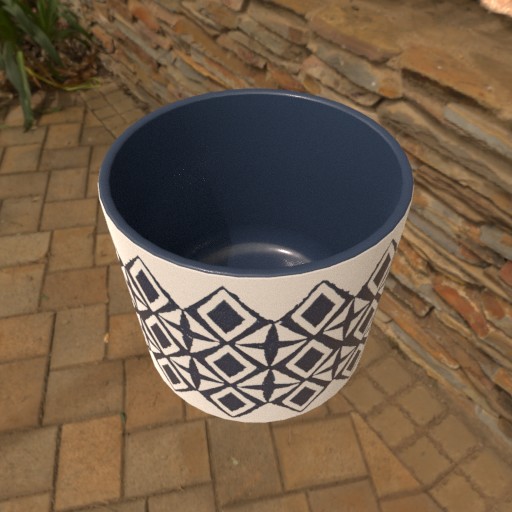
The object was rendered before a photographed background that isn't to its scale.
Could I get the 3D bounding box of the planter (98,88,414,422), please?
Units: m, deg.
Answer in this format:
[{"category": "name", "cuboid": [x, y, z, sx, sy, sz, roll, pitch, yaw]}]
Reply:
[{"category": "planter", "cuboid": [0.000, 0.000, 0.393, 0.224, 0.203, 0.224, 0, 47, 0]}]
